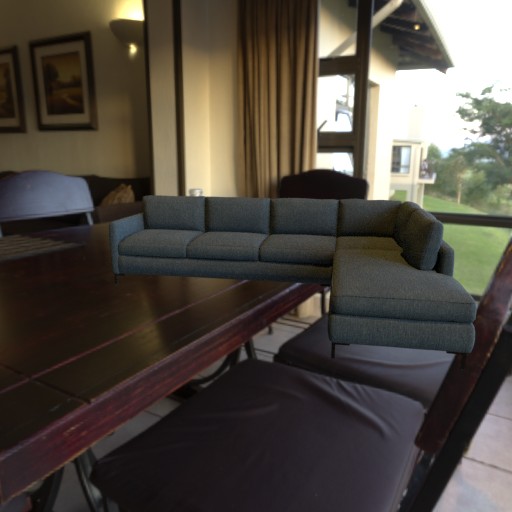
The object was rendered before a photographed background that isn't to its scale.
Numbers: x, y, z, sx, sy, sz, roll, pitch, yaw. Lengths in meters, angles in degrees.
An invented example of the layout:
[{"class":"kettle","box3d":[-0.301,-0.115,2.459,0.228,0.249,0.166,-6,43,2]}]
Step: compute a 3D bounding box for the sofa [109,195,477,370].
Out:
[{"class":"sofa","box3d":[0.000,0.000,3.699,2.949,0.815,2.007,3,13,11]}]
